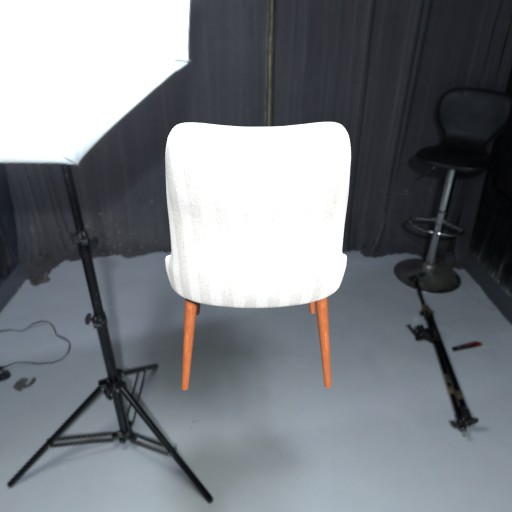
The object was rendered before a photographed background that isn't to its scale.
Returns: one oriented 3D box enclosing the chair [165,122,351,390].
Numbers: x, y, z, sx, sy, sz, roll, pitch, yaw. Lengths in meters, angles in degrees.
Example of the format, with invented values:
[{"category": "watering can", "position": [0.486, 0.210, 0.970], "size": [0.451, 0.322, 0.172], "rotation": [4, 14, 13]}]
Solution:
[{"category": "chair", "position": [0.000, 0.000, 1.307], "size": [0.526, 0.917, 0.684], "rotation": [-1, 30, -1]}]
